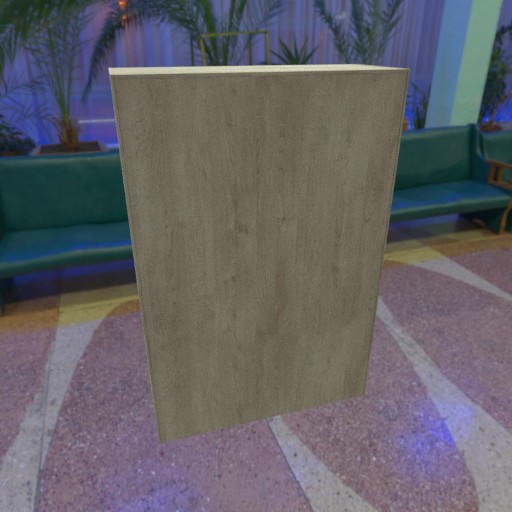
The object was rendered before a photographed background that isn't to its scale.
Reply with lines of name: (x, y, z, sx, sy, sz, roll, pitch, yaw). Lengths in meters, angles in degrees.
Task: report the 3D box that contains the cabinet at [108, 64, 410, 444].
cabinet: (0.000, 0.000, 2.445, 1.290, 1.910, 0.510, -8, 27, -16)
